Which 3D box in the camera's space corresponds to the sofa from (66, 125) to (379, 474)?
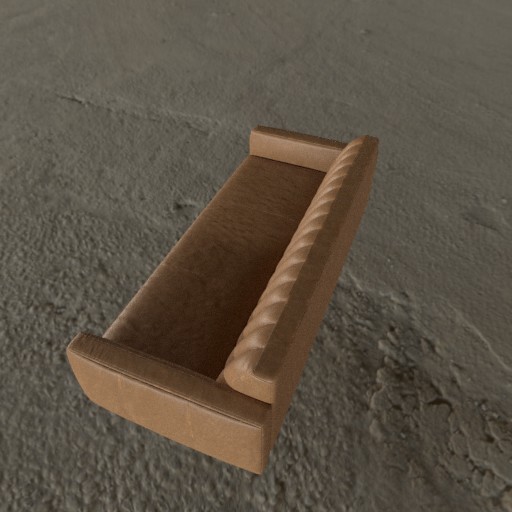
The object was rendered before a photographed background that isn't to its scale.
[{"bbox_3d":[0.000,0.000,2.735,0.990,0.821,2.291,16,47,16],"label":"sofa"}]
